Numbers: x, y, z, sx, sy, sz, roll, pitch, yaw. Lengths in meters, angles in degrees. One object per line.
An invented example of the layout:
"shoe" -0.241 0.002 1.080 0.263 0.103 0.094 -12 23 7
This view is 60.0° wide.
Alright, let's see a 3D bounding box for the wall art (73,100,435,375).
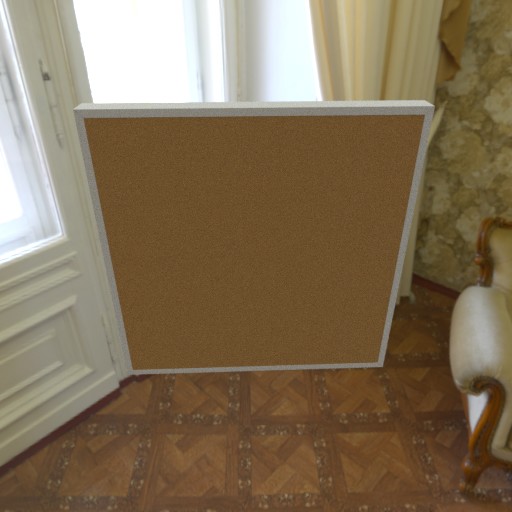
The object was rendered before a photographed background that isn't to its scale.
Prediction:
"wall art" 0.000 0.000 0.461 0.304 0.304 0.024 -1 31 -2
